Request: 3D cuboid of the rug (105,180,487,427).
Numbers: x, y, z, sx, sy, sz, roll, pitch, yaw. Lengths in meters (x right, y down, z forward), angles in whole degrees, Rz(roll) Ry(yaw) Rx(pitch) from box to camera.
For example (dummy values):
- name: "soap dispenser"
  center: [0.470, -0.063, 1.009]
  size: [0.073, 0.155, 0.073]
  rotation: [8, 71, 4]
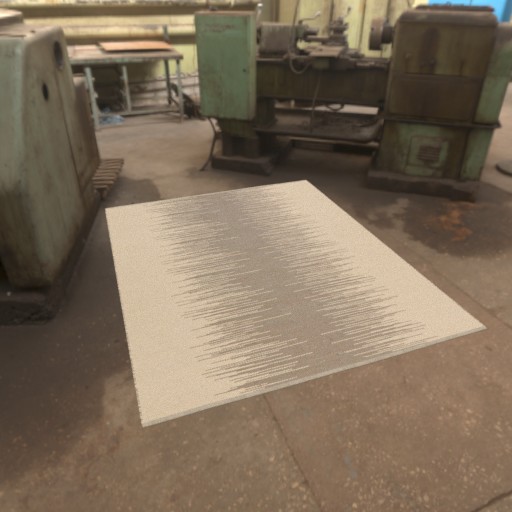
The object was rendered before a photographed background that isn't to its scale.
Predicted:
- name: "rug"
  center: [0.000, 0.000, 4.044]
  size: [2.453, 0.010, 3.037]
  rotation: [-11, 33, -17]
